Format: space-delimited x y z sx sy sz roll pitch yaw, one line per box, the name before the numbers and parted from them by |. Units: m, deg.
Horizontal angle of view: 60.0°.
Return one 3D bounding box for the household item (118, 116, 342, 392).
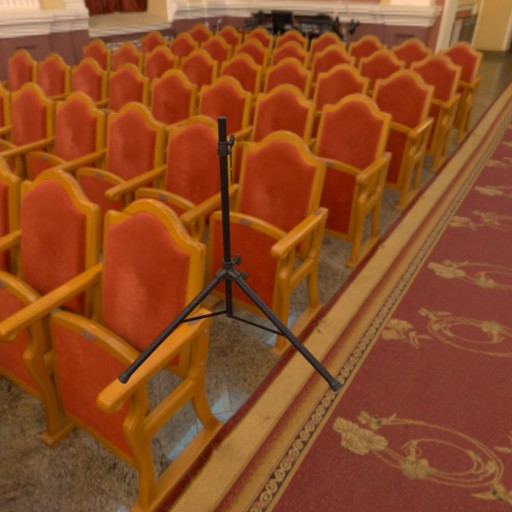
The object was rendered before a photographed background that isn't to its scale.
household item | 0.000 0.000 1.913 0.907 1.136 1.045 19 36 28
